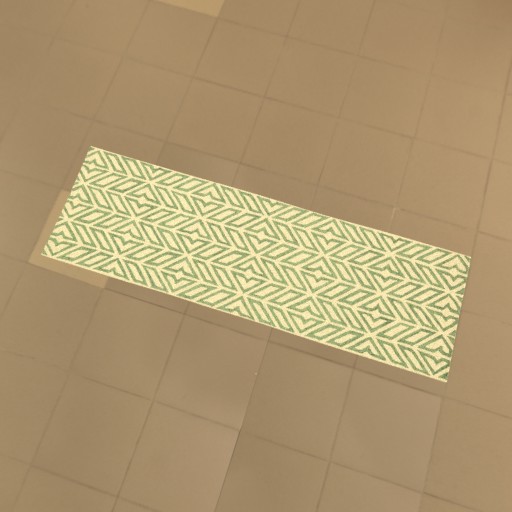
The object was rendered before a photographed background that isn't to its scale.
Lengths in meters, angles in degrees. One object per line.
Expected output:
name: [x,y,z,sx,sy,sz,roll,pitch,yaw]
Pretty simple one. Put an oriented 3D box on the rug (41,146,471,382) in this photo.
rug: [0.000,0.000,2.626,2.435,0.009,0.750,17,76,4]
